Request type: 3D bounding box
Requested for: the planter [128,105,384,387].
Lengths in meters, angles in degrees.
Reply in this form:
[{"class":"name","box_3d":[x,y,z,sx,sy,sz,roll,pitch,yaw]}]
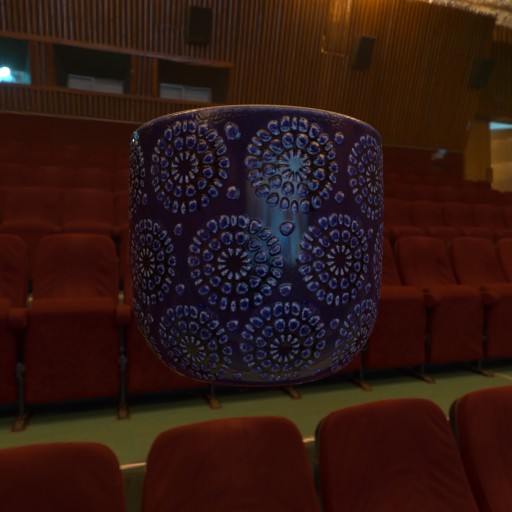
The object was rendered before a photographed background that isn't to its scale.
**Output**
[{"class":"planter","box_3d":[0.000,0.000,0.298,0.165,0.149,0.165,0,-1,0]}]
